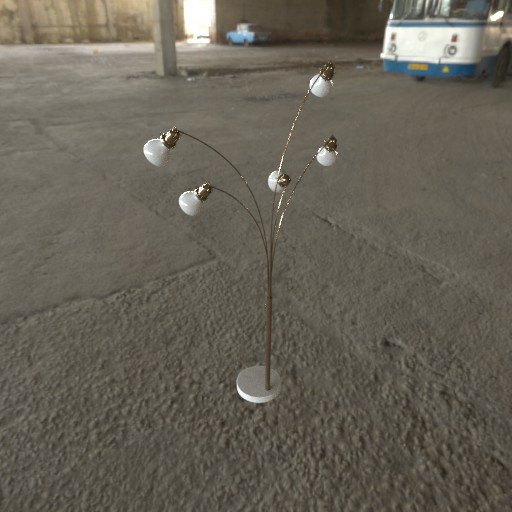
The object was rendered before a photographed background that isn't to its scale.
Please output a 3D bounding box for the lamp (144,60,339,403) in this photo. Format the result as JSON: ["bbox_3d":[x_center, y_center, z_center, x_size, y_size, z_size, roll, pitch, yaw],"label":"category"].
[{"bbox_3d":[0.000,0.000,3.030,1.405,2.423,0.361,-18,33,-30],"label":"lamp"}]
